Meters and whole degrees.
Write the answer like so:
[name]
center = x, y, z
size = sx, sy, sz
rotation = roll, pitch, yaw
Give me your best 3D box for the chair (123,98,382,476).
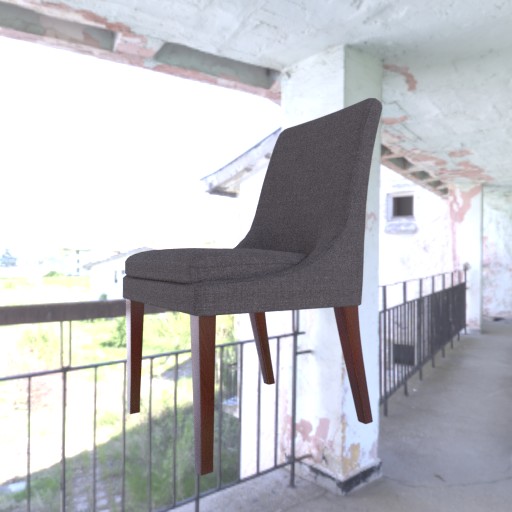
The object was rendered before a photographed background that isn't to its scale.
[chair]
center = 0.000, 0.000, 1.334
size = 0.655, 0.952, 0.508
rotation = 0, 0, -35
